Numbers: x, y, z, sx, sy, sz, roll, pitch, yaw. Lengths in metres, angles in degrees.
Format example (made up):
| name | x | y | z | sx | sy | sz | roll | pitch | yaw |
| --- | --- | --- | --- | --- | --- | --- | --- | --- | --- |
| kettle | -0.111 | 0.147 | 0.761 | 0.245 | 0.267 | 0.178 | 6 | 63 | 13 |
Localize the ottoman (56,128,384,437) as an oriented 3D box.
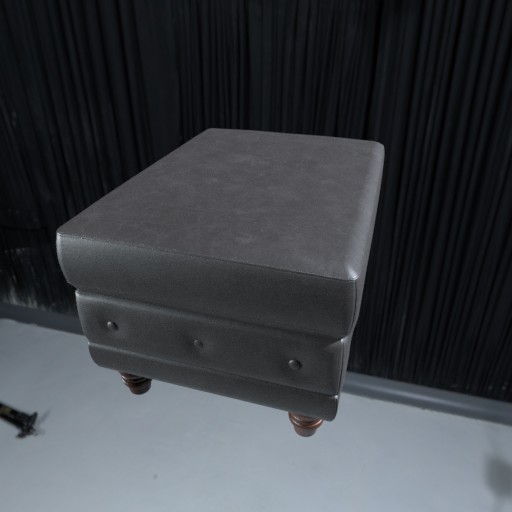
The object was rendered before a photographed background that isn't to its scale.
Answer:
| name | x | y | z | sx | sy | sz | roll | pitch | yaw |
| --- | --- | --- | --- | --- | --- | --- | --- | --- | --- |
| ottoman | 0.000 | 0.000 | 1.198 | 0.590 | 0.498 | 0.795 | 9 | 32 | 14 |
